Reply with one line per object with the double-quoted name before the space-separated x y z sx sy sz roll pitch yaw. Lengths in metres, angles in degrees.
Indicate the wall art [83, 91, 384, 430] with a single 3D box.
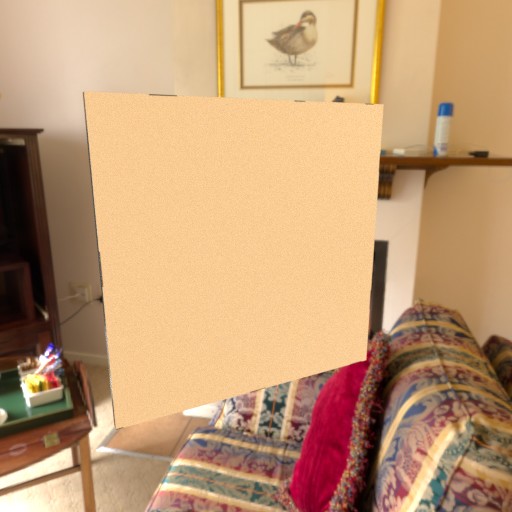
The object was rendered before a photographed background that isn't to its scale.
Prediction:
"wall art" 0.000 0.000 0.664 0.446 0.445 0.014 -7 16 -26
